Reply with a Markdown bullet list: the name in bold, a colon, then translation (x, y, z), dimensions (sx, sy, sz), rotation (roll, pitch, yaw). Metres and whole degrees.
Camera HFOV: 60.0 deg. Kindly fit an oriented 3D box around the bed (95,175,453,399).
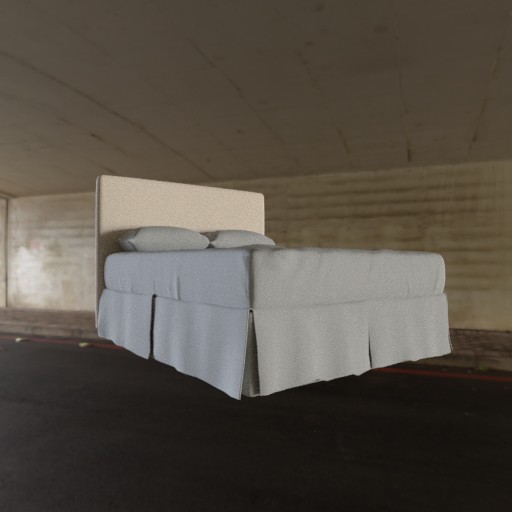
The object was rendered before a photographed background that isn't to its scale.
- **bed**: translation (0.000, 0.000, 3.258), dimensions (1.748, 1.330, 2.142), rotation (0, -1, -37)
